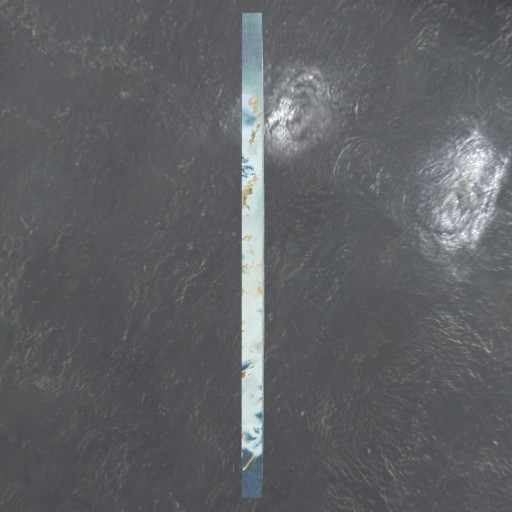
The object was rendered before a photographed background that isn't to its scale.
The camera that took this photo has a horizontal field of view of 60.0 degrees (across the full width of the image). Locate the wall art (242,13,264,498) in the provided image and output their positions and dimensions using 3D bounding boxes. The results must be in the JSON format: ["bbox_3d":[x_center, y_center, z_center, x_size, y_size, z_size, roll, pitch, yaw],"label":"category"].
[{"bbox_3d":[0.000,0.000,1.137,0.038,0.608,0.912,0,89,2],"label":"wall art"}]
